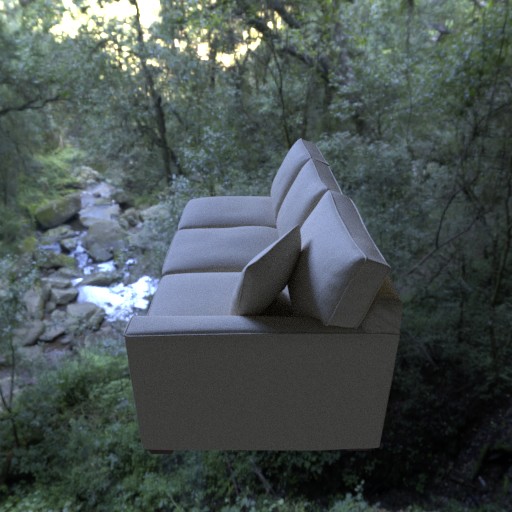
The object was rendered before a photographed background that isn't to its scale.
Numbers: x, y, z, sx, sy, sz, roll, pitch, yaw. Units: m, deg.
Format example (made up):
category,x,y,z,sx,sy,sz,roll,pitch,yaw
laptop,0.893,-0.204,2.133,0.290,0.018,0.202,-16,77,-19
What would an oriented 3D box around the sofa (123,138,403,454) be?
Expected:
category,x,y,z,sx,sy,sz,roll,pitch,yaw
sofa,0.000,0.000,2.529,1.034,0.946,1.963,0,26,-1
